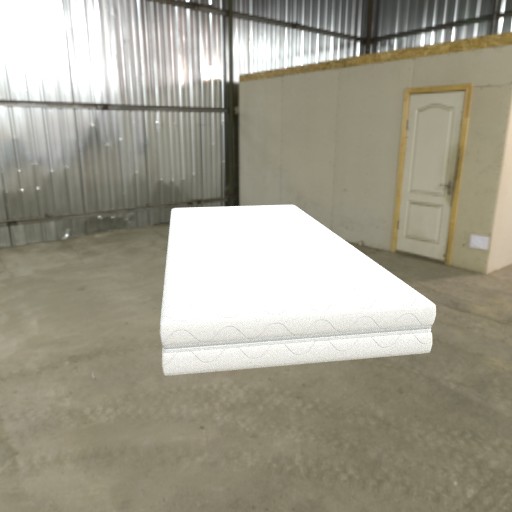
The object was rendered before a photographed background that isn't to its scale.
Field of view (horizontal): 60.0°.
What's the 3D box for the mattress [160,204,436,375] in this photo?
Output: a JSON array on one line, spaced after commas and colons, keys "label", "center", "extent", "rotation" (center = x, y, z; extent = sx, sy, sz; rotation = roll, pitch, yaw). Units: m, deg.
[{"label": "mattress", "center": [0.000, 0.000, 2.309], "extent": [0.900, 0.200, 1.900], "rotation": [-3, 17, -9]}]
